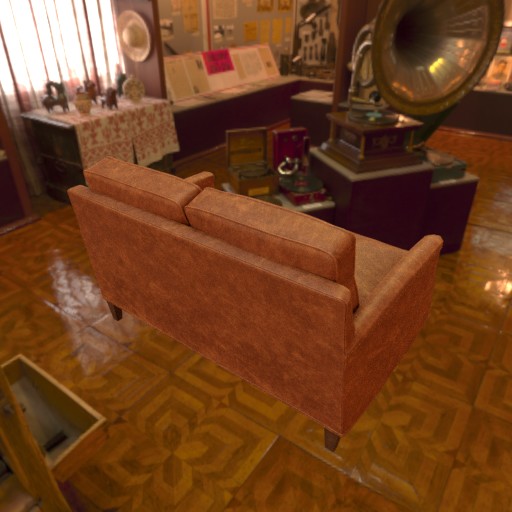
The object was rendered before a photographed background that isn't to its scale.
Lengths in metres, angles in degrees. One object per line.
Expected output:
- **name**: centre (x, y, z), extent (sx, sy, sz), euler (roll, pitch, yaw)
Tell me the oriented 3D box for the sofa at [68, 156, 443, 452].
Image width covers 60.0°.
- **sofa**: centre (0.000, 0.000, 2.295), extent (1.597, 1.003, 1.084), euler (21, 37, 31)
